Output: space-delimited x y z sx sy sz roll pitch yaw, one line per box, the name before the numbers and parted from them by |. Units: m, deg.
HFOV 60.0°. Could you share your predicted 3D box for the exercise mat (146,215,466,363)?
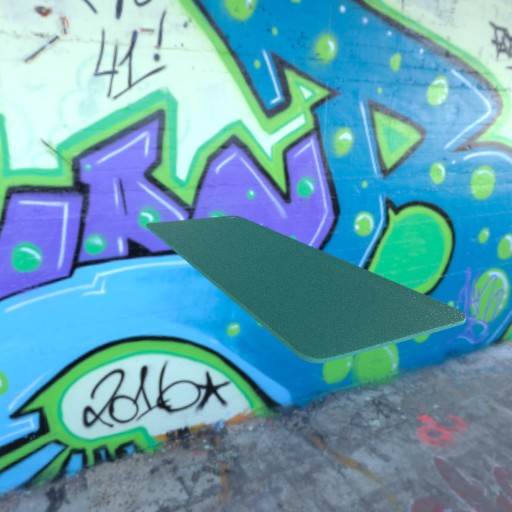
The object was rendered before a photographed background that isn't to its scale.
exercise mat | 0.000 0.000 2.064 0.616 0.021 1.869 -8 18 -25
